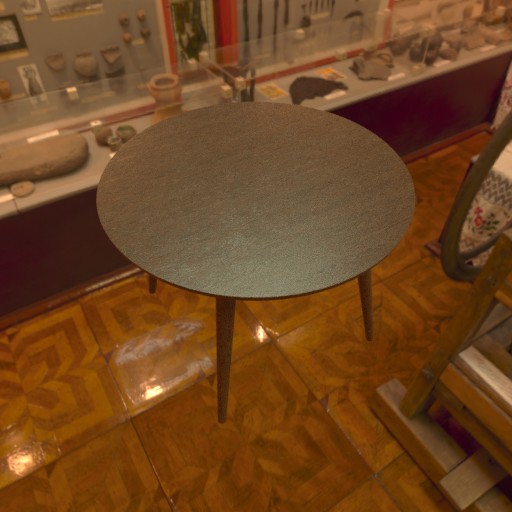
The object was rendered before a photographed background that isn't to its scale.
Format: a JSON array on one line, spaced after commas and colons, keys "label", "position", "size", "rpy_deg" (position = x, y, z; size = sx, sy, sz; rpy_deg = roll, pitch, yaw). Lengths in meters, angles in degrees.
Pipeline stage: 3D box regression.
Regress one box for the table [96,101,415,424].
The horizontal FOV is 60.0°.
[{"label": "table", "position": [0.000, 0.000, 1.791], "size": [1.053, 0.786, 1.053], "rpy_deg": [0, 46, 0]}]
